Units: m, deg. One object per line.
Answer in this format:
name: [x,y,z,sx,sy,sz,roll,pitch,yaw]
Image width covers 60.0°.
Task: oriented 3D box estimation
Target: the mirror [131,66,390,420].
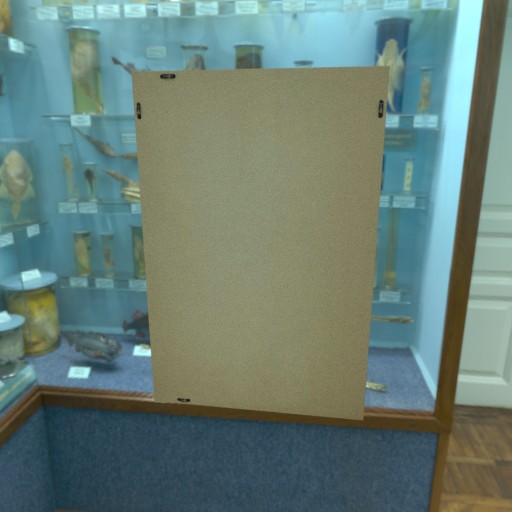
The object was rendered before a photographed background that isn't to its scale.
mirror: [0.000,0.000,1.170,0.609,0.915,0.040,2,16,8]
